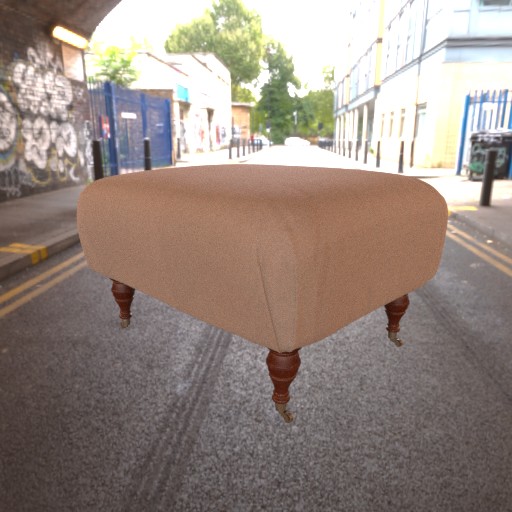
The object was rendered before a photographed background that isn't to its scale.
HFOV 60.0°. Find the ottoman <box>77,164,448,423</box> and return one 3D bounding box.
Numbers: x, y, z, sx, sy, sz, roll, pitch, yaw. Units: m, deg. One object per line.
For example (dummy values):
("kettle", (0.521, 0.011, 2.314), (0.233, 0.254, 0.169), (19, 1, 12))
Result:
("ottoman", (0.000, 0.000, 1.124), (0.746, 0.450, 0.639), (14, 21, 42))
